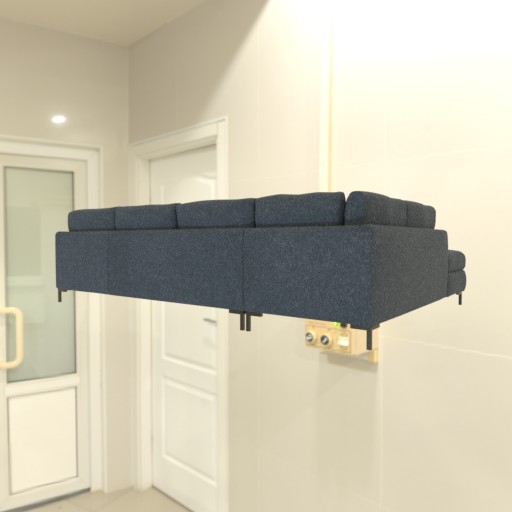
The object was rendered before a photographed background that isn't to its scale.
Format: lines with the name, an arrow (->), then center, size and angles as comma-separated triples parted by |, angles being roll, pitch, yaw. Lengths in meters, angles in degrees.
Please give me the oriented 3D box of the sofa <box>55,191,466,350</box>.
sofa -> 0.000, 0.000, 3.802 | 2.956, 0.813, 2.007 | 1, 3, 37
